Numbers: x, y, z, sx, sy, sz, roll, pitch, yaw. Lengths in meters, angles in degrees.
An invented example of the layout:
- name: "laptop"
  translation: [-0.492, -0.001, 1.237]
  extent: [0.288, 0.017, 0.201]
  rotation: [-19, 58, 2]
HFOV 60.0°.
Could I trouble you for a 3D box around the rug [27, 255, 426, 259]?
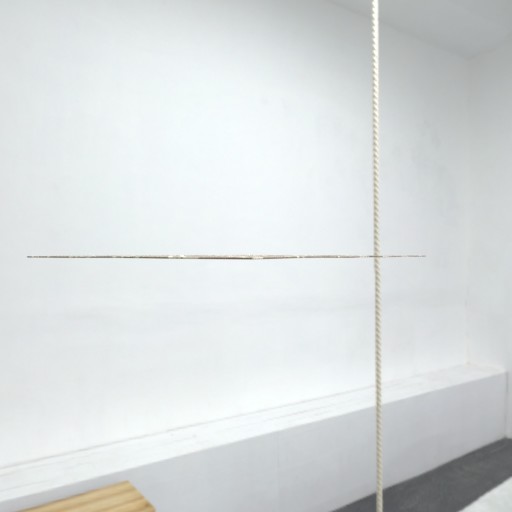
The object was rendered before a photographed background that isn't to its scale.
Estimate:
- name: "rug"
  translation: [0.000, 0.000, 4.500]
  extent: [2.441, 0.020, 3.419]
  rotation: [0, 0, 36]
